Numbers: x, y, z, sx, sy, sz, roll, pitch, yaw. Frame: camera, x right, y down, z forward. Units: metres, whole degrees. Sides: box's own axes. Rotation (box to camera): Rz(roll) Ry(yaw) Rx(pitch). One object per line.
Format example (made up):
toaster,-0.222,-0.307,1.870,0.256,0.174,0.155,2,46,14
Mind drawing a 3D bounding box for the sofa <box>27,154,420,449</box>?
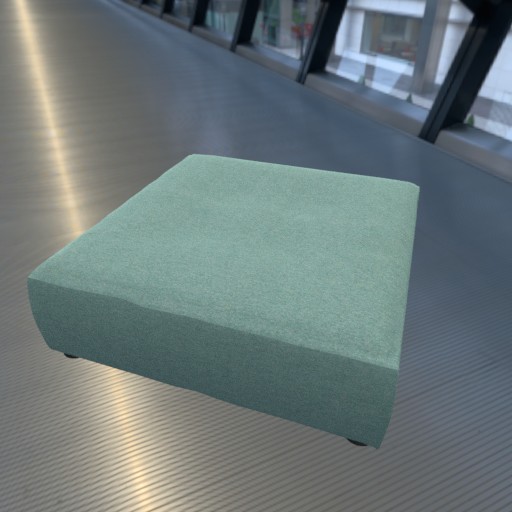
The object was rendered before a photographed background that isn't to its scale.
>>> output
sofa,0.000,0.000,1.413,0.930,0.330,0.930,11,35,16
